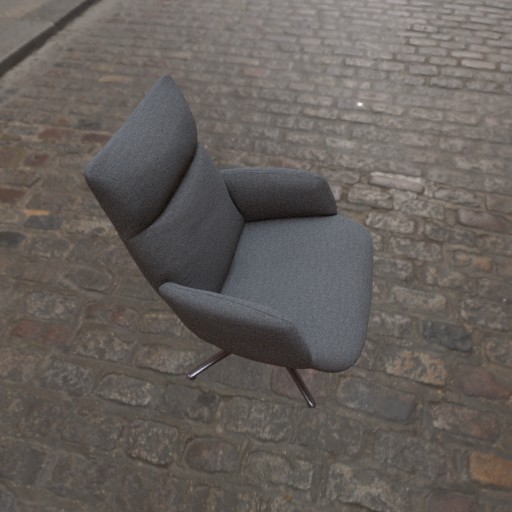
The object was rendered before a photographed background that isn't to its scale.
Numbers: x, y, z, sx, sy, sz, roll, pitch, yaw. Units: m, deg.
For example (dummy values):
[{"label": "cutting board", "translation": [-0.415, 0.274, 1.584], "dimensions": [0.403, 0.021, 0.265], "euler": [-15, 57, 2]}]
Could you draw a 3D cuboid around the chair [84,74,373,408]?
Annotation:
[{"label": "chair", "translation": [0.000, 0.000, 1.534], "dimensions": [0.831, 0.984, 0.702], "euler": [10, 49, 9]}]
